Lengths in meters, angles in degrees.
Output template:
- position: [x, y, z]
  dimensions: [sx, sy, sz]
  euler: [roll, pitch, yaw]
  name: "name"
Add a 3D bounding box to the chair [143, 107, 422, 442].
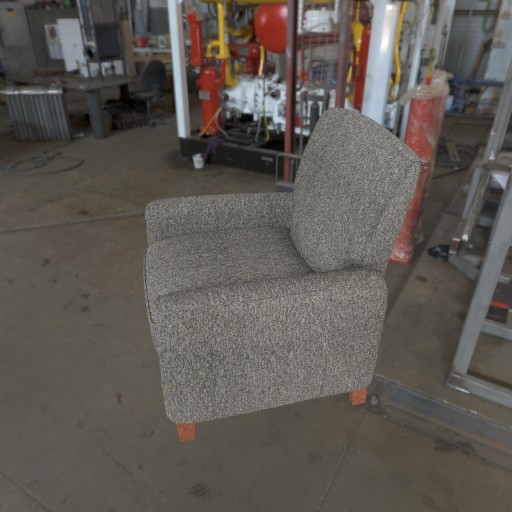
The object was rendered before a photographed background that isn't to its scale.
- position: [0.000, 0.000, 1.719]
  dimensions: [0.864, 1.014, 0.848]
  euler: [-7, 31, -12]
  name: "chair"
